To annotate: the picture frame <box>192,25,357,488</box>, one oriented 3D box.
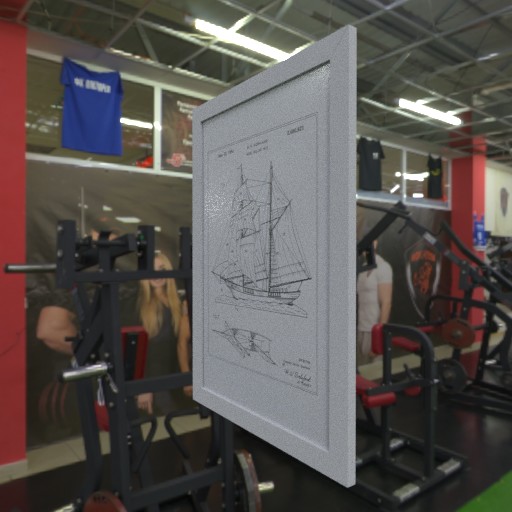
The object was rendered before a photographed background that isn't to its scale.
[{"bbox_3d":[0.000,0.000,0.574,0.011,0.459,0.326,-1,1,-36],"label":"picture frame"}]
